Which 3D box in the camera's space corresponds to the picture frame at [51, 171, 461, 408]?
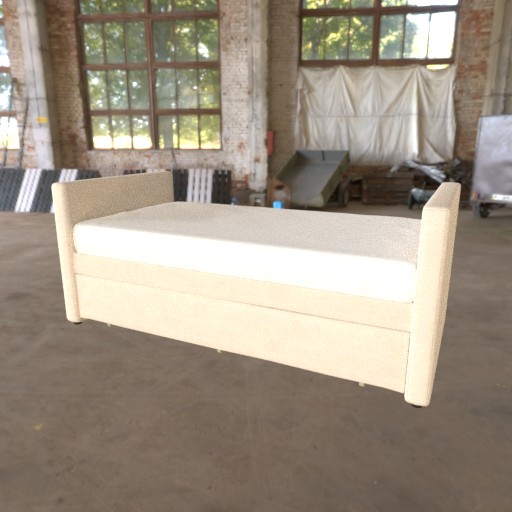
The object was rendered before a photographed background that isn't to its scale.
[{"bbox_3d":[0.000,0.000,2.706,2.161,0.891,1.069,7,17,25],"label":"picture frame"}]
